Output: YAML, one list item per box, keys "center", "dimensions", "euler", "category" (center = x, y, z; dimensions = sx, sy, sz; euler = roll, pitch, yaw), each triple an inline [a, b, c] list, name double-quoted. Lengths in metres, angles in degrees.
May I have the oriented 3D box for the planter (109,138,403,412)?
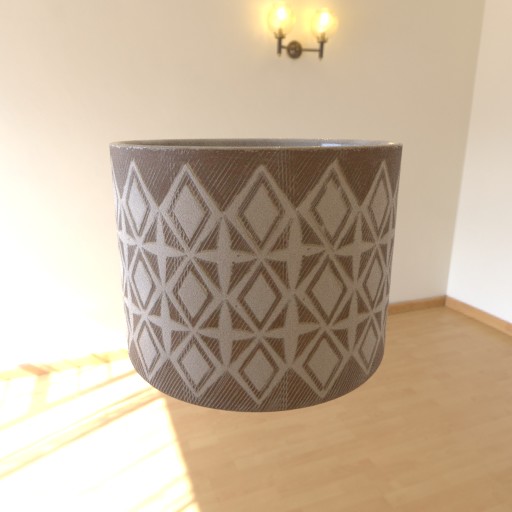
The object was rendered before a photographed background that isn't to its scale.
- center: [0.000, 0.000, 0.328]
  dimensions: [0.193, 0.165, 0.193]
  euler: [0, 16, 0]
  category: "planter"
